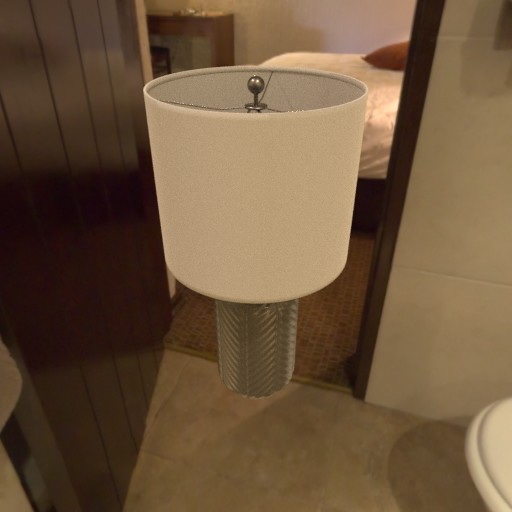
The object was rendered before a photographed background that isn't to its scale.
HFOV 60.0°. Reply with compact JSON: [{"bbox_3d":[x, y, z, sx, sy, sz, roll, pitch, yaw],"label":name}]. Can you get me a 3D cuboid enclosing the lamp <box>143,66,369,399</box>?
[{"bbox_3d":[0.000,0.000,0.508,0.203,0.389,0.203,-11,34,-16],"label":"lamp"}]
